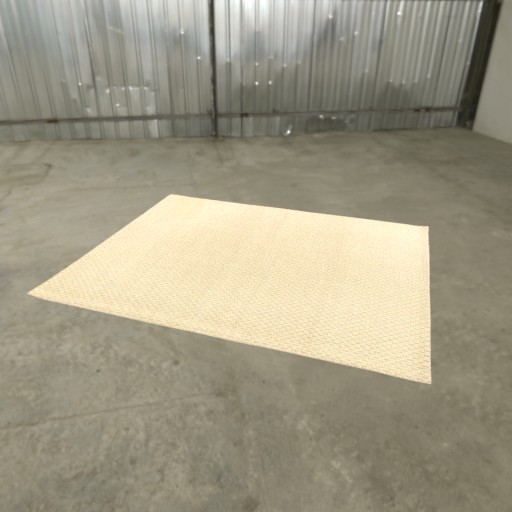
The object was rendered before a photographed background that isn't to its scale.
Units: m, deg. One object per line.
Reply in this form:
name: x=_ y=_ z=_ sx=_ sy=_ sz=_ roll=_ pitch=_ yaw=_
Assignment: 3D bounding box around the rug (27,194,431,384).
rug: x=0.000 y=0.000 z=3.898 sx=2.897 sy=0.035 sz=2.277 roll=9 pitch=30 yaw=16
